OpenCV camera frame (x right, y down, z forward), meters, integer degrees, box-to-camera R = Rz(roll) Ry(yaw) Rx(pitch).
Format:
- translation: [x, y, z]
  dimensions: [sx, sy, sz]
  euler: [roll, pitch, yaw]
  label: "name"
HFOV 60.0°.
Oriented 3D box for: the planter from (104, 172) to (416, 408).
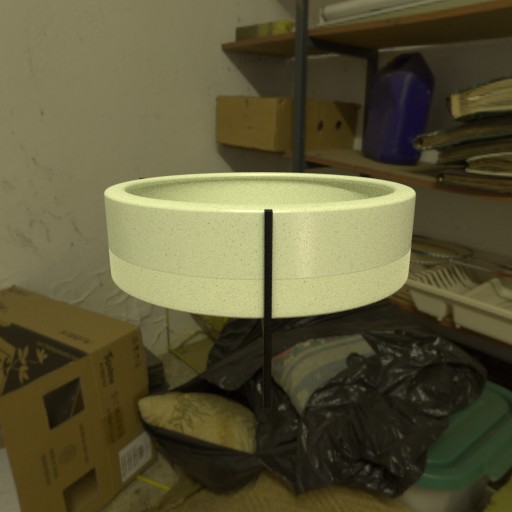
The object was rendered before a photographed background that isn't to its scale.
- translation: [0.000, 0.000, 0.527]
  dimensions: [0.345, 0.171, 0.336]
  euler: [8, 17, 27]
  label: "planter"
